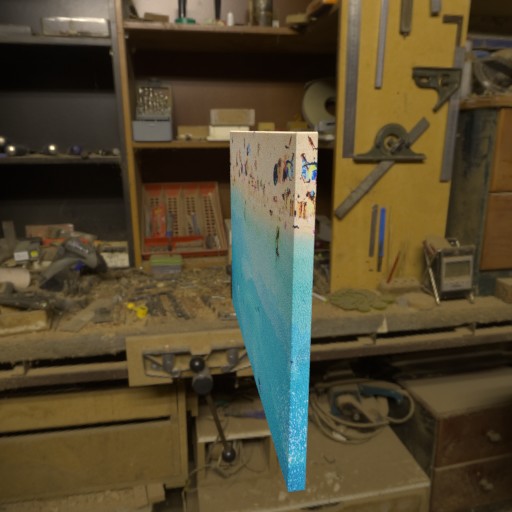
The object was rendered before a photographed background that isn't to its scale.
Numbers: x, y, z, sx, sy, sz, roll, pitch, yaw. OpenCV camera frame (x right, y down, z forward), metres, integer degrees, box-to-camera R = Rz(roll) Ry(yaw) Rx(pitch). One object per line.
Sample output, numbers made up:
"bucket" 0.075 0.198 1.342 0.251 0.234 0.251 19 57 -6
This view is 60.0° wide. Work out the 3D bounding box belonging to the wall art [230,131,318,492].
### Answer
"wall art" 0.000 0.000 1.419 0.040 0.769 1.136 -3 16 -9
